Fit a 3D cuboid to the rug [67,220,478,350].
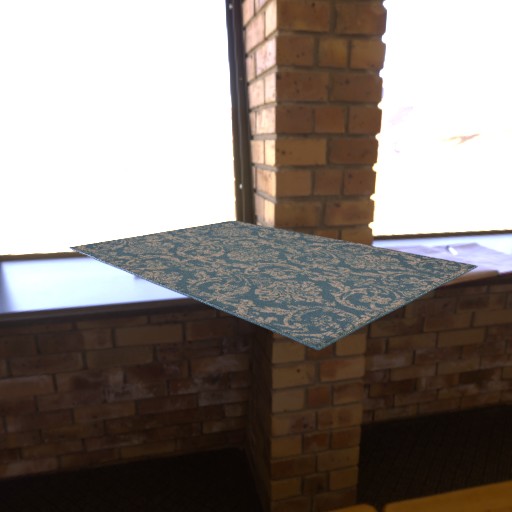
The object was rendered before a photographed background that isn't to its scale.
[{"bbox_3d":[0.000,0.000,2.876,1.554,0.012,2.205,-14,20,-43],"label":"rug"}]
